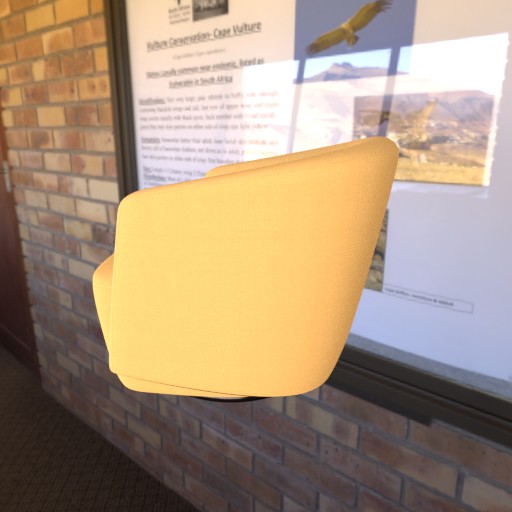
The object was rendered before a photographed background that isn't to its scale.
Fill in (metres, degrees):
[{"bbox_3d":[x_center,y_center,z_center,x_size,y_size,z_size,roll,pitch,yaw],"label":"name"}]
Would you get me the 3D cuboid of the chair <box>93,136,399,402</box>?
[{"bbox_3d":[0.000,0.000,1.339,0.767,0.698,0.773,2,15,8],"label":"chair"}]
